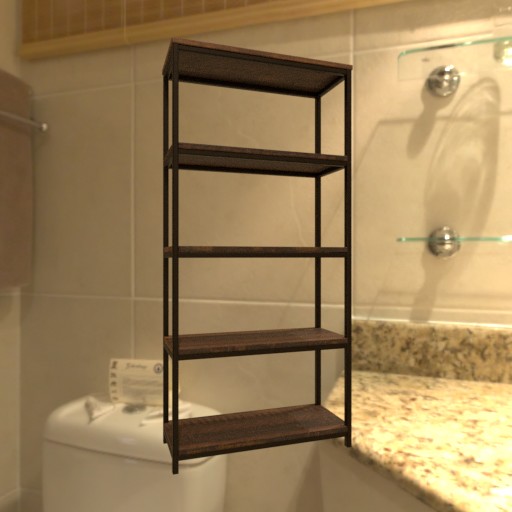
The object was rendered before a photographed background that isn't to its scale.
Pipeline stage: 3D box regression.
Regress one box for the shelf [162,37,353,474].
[{"bbox_3d":[0.000,0.000,2.192,0.874,1.860,0.359,0,0,-18],"label":"shelf"}]
